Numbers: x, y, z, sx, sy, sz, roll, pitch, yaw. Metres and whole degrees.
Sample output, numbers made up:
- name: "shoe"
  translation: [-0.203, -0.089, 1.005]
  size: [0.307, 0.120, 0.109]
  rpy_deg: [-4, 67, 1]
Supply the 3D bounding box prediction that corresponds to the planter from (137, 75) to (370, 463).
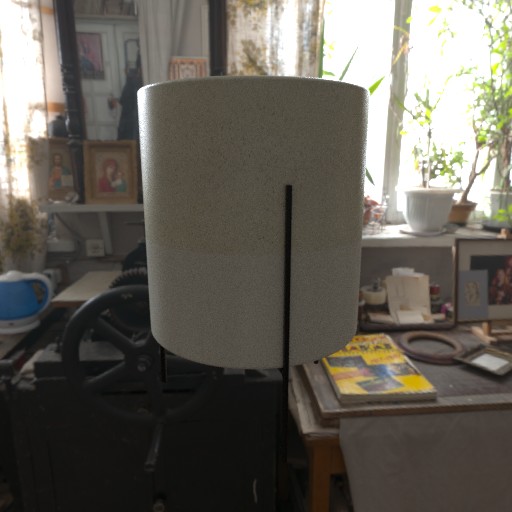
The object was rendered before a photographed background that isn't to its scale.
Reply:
- name: "planter"
  translation: [0.000, 0.000, 0.694]
  size: [0.333, 0.483, 0.324]
  rpy_deg: [-13, 19, -43]
